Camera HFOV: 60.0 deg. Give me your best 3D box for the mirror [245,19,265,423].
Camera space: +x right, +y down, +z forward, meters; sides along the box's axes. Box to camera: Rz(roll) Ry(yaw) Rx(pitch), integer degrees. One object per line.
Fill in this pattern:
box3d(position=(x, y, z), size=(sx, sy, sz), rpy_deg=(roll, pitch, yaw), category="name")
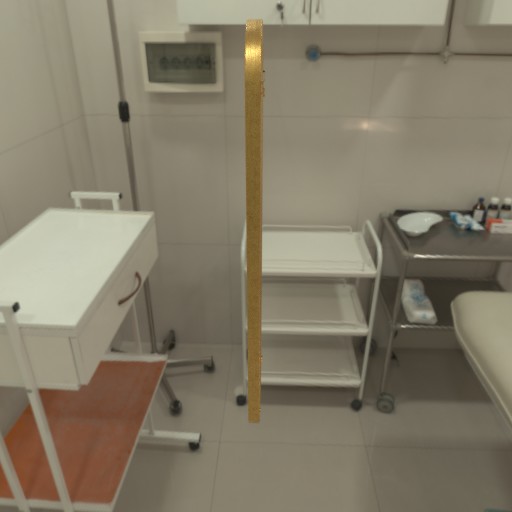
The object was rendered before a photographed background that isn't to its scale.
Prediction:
box3d(position=(0.000, 0.000, 1.051), size=(0.032, 0.991, 0.222), rpy_deg=(1, 27, 2), category="mirror")
